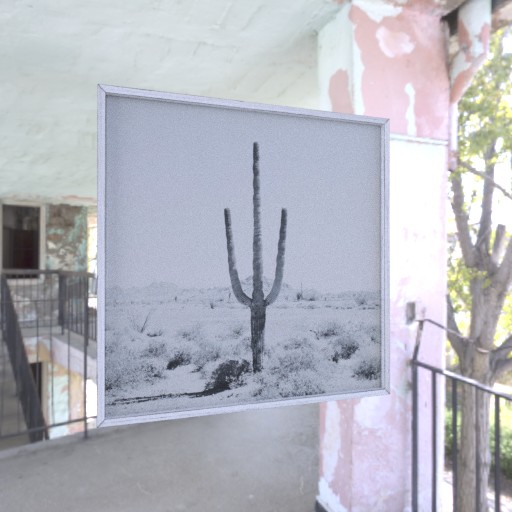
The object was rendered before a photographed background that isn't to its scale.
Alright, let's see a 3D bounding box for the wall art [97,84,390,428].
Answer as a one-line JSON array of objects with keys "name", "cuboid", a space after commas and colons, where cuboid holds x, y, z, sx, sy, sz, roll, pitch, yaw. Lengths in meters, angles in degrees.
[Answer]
[{"name": "wall art", "cuboid": [0.000, 0.000, 0.753, 0.508, 0.508, 0.038, 0, 0, -19]}]
